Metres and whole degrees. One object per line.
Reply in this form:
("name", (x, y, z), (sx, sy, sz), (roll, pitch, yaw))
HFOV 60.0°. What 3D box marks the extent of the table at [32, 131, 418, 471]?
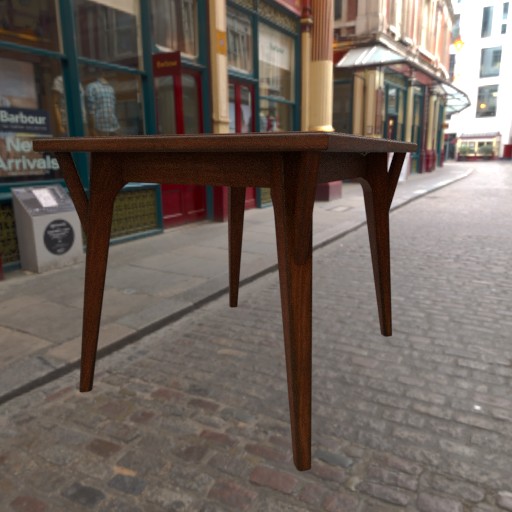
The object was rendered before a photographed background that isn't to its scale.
("table", (0.000, 0.000, 1.510), (0.838, 0.761, 0.991), (7, 15, 28))
